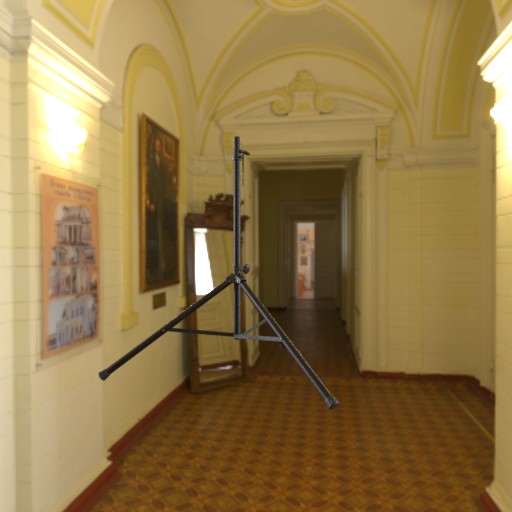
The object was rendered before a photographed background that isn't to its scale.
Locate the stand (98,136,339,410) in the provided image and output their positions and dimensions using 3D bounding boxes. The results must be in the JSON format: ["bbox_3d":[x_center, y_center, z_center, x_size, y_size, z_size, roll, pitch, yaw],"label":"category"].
[{"bbox_3d":[0.000,0.000,2.802,1.596,1.595,1.339,0,0,-37],"label":"stand"}]
